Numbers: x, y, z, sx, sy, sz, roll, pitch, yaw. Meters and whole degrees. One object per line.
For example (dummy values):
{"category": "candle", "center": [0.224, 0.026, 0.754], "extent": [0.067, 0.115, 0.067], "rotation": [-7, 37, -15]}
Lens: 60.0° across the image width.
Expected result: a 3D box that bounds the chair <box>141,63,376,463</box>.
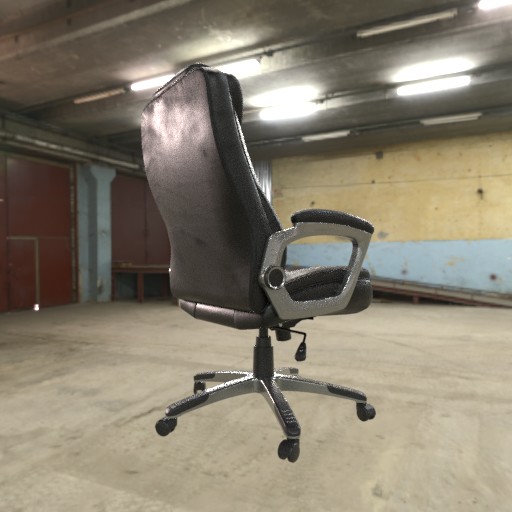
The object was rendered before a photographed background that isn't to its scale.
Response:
{"category": "chair", "center": [0.000, 0.000, 1.497], "extent": [0.689, 1.075, 0.697], "rotation": [0, 0, -35]}
